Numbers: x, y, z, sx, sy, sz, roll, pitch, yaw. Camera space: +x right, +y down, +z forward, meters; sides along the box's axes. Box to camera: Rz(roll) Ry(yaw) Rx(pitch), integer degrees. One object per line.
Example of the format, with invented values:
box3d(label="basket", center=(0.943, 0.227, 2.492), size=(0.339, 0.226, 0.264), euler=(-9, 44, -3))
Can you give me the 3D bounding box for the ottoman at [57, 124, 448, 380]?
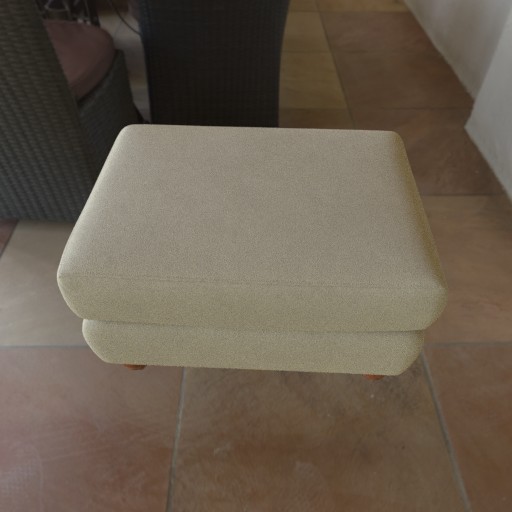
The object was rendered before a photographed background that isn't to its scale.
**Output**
box3d(label="ottoman", center=(0.000, 0.000, 1.157), size=(0.773, 0.504, 0.569), euler=(2, 47, 2))
